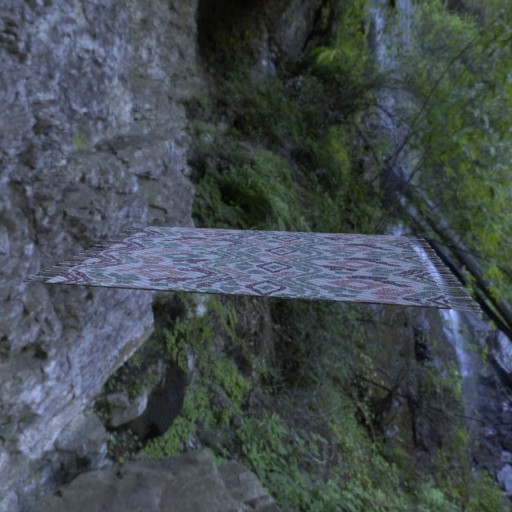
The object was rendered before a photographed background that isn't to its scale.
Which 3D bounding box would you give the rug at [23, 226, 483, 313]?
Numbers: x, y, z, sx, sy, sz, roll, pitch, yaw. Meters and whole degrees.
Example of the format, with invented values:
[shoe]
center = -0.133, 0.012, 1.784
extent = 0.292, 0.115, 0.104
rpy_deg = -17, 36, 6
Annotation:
[rug]
center = 0.000, 0.000, 2.988
extent = 2.438, 0.011, 1.524
rpy_deg = 3, 16, 9
